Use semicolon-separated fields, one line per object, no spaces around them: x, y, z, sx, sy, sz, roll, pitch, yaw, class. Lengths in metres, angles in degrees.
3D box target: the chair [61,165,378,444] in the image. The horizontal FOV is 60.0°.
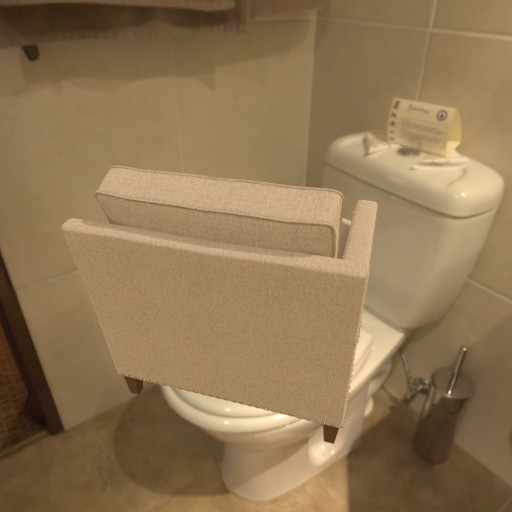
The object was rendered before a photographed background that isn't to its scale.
0.000;0.000;1.712;0.853;0.943;1.014;9;34;14;chair
